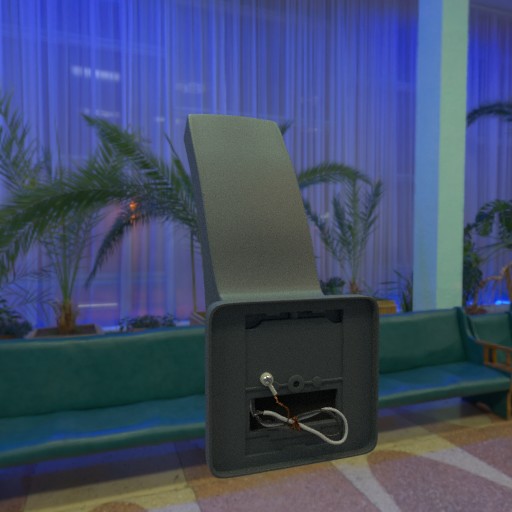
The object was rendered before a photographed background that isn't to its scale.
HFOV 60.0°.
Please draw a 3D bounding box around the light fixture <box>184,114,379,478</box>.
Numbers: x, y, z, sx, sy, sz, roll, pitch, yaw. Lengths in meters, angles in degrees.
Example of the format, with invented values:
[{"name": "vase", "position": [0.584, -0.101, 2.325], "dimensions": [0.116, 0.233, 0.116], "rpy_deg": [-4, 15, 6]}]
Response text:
[{"name": "light fixture", "position": [0.000, 0.000, 0.336], "dimensions": [0.108, 0.243, 0.174], "rpy_deg": [-1, 3, -18]}]
